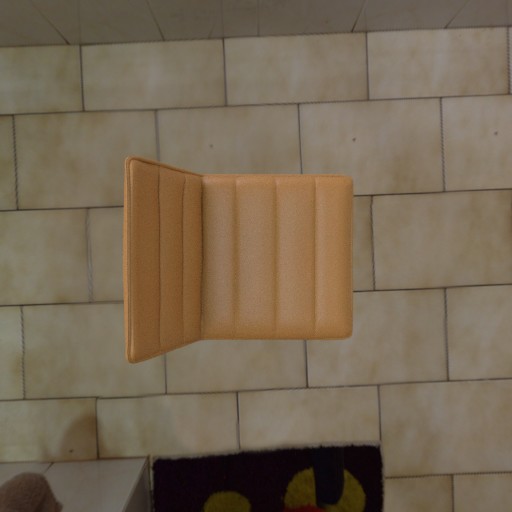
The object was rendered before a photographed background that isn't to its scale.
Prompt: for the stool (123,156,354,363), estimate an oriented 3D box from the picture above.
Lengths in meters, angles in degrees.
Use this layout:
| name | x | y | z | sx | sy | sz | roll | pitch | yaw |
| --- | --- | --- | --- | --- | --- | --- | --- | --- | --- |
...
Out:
| name | x | y | z | sx | sy | sz | roll | pitch | yaw |
| --- | --- | --- | --- | --- | --- | --- | --- | --- | --- |
| stool | 0.000 | 0.000 | 1.272 | 0.524 | 0.936 | 0.489 | 0 | 91 | 0 |
